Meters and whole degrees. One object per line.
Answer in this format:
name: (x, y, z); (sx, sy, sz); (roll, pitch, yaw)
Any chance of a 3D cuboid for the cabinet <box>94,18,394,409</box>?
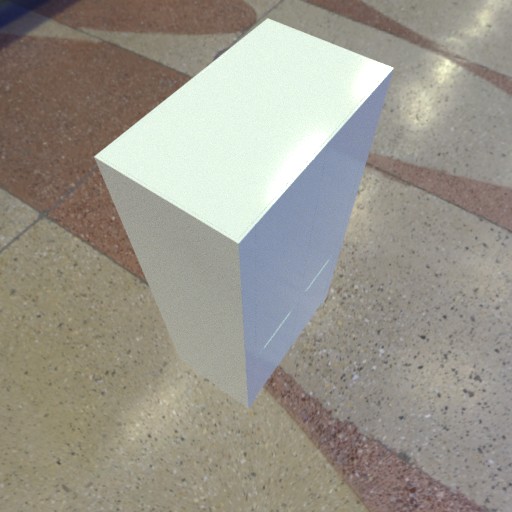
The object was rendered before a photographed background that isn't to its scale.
cabinet: (0.000, 0.000, 2.357); (0.580, 1.920, 0.980); (31, 63, 18)
